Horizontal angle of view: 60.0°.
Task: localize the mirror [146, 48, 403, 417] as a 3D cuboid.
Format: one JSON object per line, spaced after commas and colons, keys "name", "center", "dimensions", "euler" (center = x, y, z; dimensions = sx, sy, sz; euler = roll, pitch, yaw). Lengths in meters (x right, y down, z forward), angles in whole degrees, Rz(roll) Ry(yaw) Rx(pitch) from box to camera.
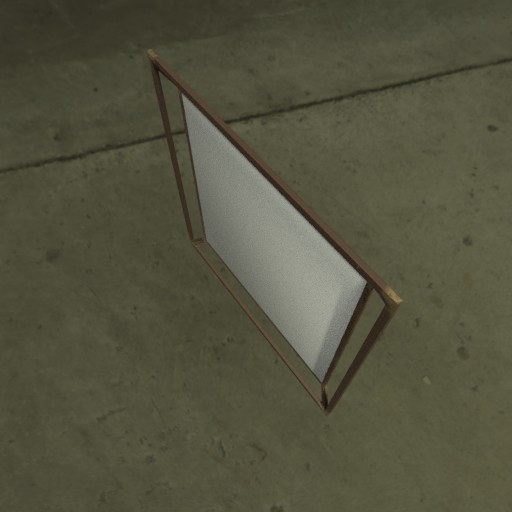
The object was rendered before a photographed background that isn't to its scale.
{"name": "mirror", "center": [0.000, 0.000, 0.915], "dimensions": [0.032, 0.610, 0.610], "euler": [-32, 63, -18]}
